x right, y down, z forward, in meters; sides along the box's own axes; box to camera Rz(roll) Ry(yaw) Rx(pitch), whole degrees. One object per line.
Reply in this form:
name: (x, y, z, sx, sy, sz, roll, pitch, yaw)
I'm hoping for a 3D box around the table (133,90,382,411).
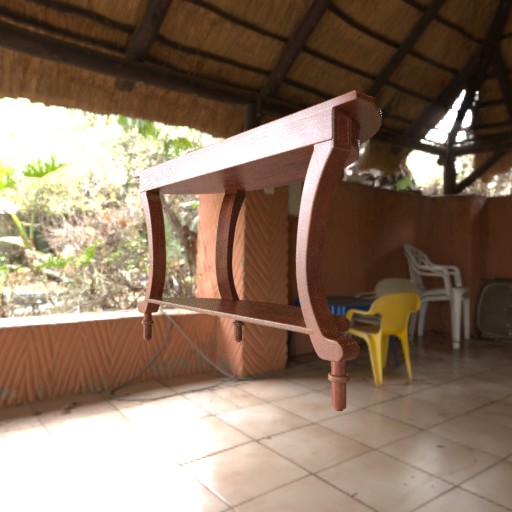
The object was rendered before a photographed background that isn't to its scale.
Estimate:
table: (0.000, 0.000, 1.524, 0.394, 0.699, 1.198, 0, 0, -38)
